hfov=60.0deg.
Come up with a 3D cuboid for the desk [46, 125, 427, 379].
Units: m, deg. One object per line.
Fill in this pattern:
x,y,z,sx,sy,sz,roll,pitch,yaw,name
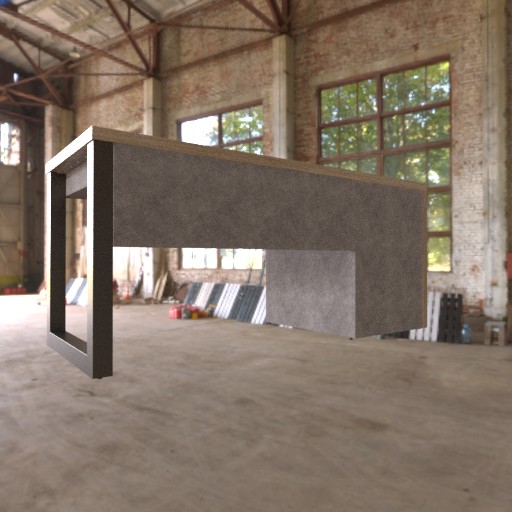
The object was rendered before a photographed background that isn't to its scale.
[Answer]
0.000,0.000,2.086,1.700,0.760,0.690,0,-1,-36,desk
